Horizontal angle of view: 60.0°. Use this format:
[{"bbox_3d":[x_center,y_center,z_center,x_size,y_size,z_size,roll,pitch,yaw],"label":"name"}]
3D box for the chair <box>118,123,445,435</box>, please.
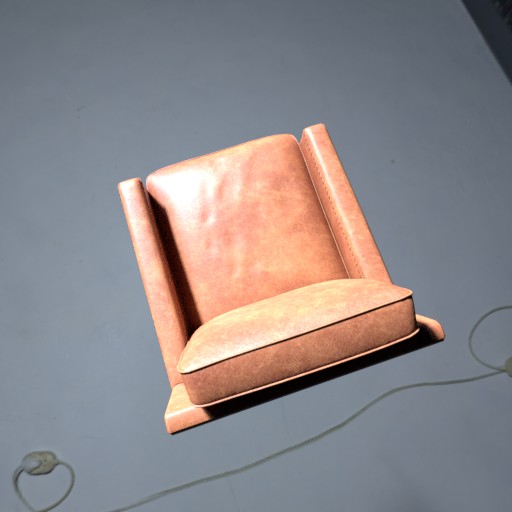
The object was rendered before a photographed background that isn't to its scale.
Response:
[{"bbox_3d":[0.000,0.000,1.706,0.853,0.943,1.014,-18,75,-5],"label":"chair"}]
